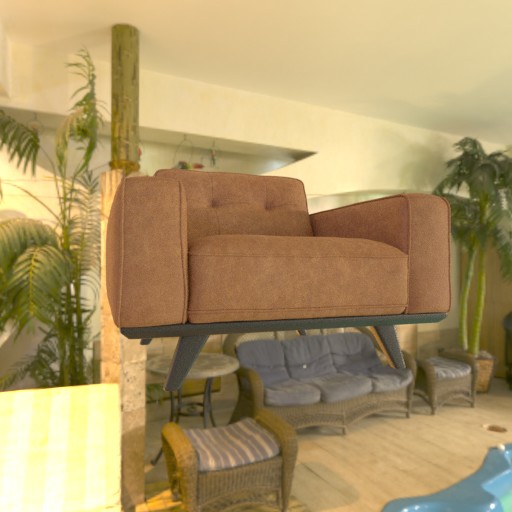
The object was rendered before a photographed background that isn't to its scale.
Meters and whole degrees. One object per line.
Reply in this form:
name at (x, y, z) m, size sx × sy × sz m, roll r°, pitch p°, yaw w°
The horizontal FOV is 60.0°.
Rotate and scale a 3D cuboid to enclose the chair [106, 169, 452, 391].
chair at (0.000, 0.000, 1.749) m, size 1.118 × 0.782 × 0.952 m, roll 0°, pitch -1°, yaw -20°
